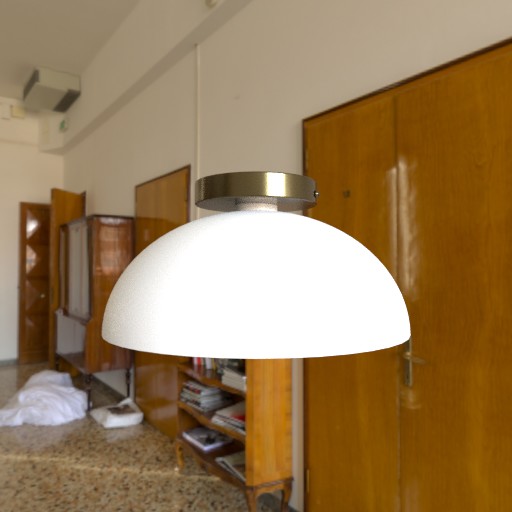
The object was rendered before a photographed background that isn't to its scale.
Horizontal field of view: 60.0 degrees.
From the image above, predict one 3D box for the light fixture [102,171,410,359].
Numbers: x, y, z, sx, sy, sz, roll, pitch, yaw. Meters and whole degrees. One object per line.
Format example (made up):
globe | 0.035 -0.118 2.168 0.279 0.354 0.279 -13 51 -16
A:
light fixture | 0.000 0.000 0.542 0.355 0.177 0.355 0 -1 0
